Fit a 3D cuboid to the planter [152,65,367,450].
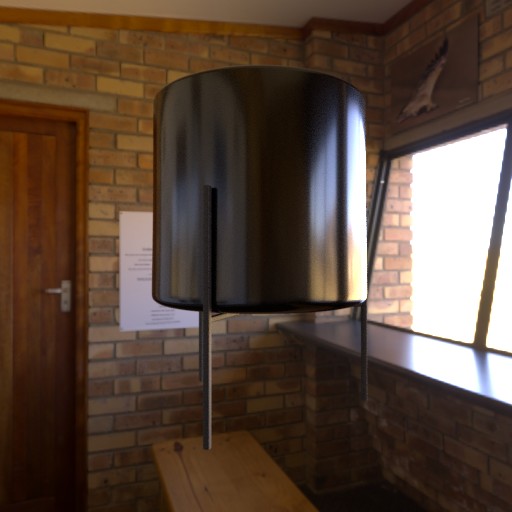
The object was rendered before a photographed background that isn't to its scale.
[{"bbox_3d":[0.000,0.000,0.644,0.310,0.432,0.310,0,0,37],"label":"planter"}]
